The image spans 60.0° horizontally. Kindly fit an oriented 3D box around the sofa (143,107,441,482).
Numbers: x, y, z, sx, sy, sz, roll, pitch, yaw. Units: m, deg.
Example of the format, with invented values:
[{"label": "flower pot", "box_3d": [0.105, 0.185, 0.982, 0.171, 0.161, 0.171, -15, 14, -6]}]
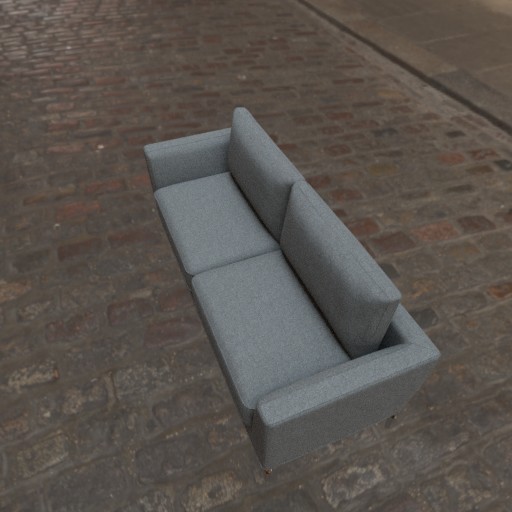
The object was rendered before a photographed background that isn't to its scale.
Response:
[{"label": "sofa", "box_3d": [0.000, 0.000, 2.711, 0.869, 1.002, 2.212, -16, 48, -16]}]
